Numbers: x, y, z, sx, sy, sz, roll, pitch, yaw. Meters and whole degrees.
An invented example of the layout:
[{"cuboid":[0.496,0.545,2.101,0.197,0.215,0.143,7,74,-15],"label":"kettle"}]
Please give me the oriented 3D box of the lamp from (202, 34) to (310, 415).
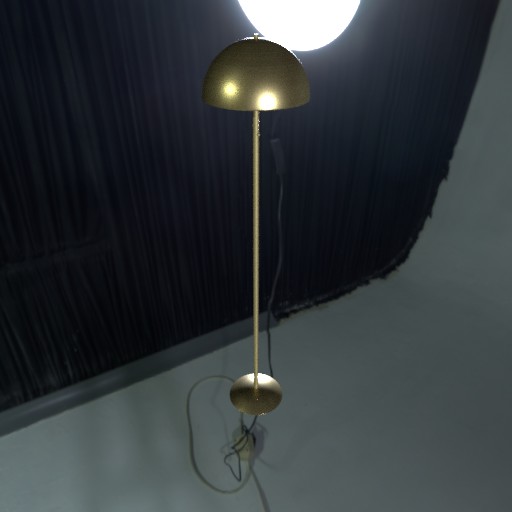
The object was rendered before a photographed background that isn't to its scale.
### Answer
[{"cuboid":[0.000,0.000,1.647,0.328,1.480,0.328,-20,37,-29],"label":"lamp"}]
